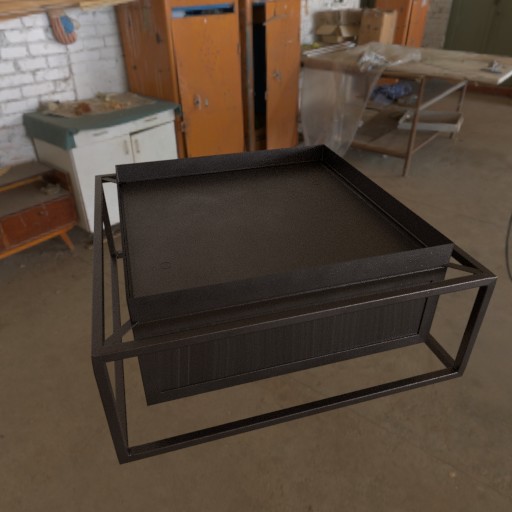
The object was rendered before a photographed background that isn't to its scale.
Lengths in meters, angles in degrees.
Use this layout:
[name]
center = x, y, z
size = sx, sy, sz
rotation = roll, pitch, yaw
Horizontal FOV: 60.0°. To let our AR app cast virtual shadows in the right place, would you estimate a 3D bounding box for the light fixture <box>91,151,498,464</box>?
[light fixture]
center = 0.000, 0.000, 0.662
size = 0.441, 0.191, 0.441
rotation = -9, 34, -14
